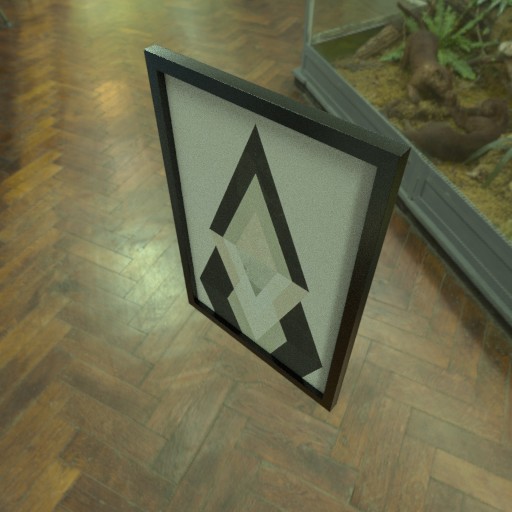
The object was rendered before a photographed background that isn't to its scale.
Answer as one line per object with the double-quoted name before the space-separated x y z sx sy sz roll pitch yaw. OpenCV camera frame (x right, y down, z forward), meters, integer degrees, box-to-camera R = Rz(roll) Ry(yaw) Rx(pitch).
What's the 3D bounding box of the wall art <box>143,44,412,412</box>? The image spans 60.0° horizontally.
"wall art" 0.000 0.000 0.585 0.314 0.455 0.019 32 54 27
